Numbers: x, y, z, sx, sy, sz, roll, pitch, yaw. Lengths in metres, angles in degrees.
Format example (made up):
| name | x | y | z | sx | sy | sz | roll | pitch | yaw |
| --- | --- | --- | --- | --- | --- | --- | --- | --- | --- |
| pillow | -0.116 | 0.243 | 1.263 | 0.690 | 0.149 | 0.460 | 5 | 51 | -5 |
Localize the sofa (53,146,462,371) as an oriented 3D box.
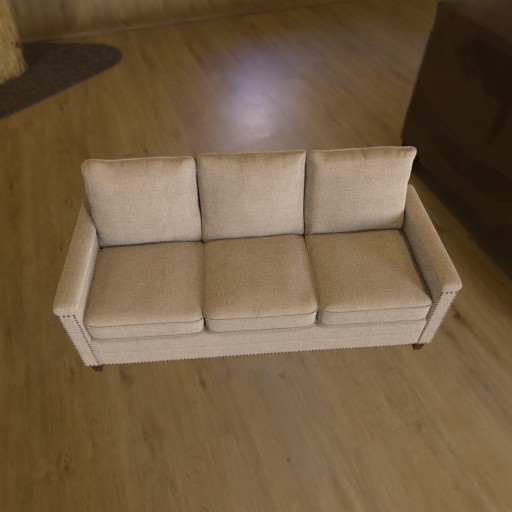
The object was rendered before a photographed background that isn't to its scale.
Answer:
| name | x | y | z | sx | sy | sz | roll | pitch | yaw |
| --- | --- | --- | --- | --- | --- | --- | --- | --- | --- |
| sofa | 0.000 | 0.000 | 2.424 | 1.925 | 0.959 | 0.828 | -3 | 47 | -3 |
